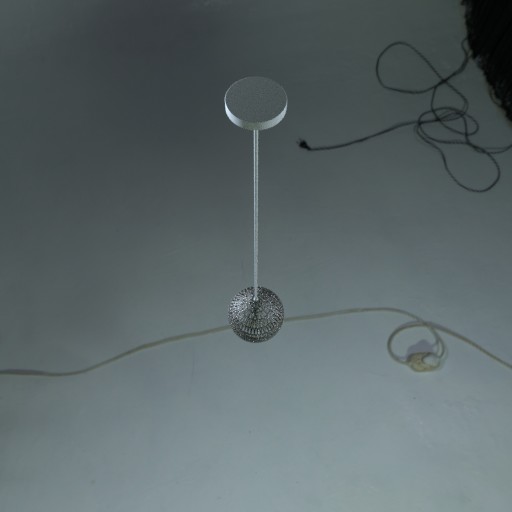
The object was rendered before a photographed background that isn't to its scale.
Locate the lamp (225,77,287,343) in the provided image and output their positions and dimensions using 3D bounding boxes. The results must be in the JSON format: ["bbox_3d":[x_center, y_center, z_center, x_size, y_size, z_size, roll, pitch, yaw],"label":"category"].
[{"bbox_3d":[0.000,0.000,2.052,0.355,1.919,0.355,-15,65,-7],"label":"lamp"}]
